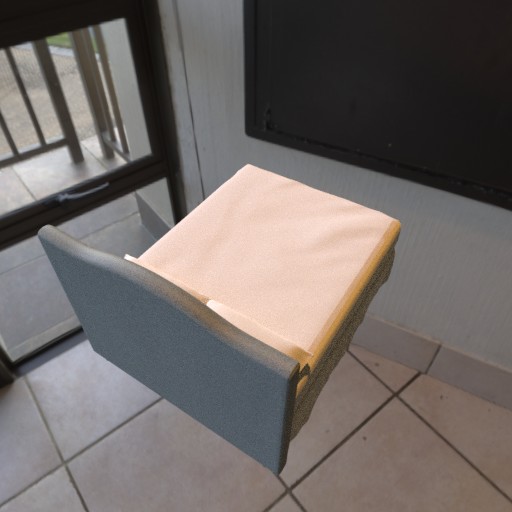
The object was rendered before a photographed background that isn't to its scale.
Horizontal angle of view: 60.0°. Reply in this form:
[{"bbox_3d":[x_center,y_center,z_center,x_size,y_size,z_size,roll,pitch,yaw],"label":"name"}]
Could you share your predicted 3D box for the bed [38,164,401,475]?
[{"bbox_3d":[0.000,0.000,3.366,1.753,1.460,2.143,25,51,22],"label":"bed"}]
